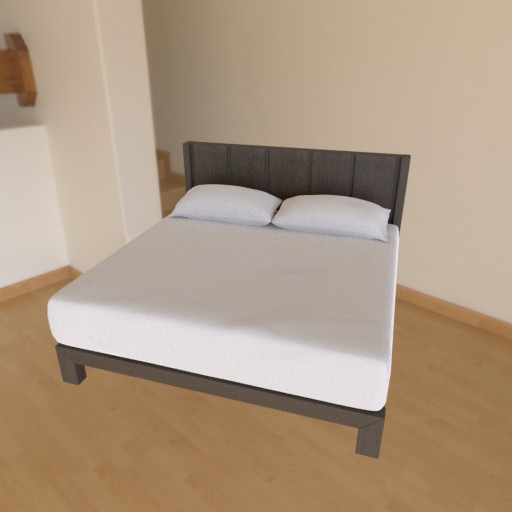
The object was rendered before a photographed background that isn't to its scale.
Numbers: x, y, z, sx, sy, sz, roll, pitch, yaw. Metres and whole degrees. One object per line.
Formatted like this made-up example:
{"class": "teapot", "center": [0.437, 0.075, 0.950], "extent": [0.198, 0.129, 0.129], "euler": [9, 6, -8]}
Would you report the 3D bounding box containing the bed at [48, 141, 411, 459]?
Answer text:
{"class": "bed", "center": [0.000, 0.000, 3.471], "extent": [2.143, 1.261, 2.238], "euler": [8, 26, 16]}
